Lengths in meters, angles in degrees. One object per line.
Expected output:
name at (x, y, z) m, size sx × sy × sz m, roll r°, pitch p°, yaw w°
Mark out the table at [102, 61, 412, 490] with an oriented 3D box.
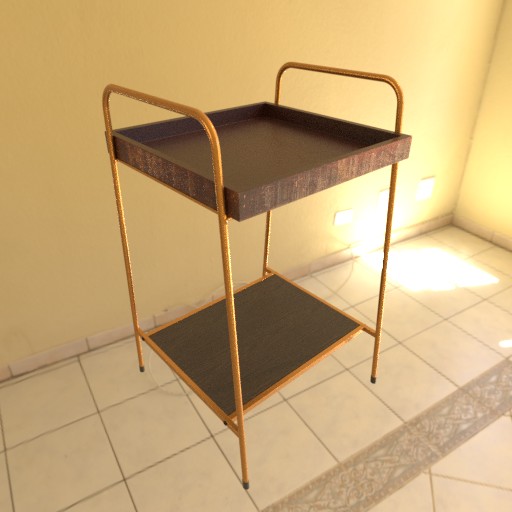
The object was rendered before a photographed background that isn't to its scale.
table at (0.000, 0.000, 0.946) m, size 0.430 × 0.710 × 0.430 m, roll -24°, pitch 38°, yaw -35°
